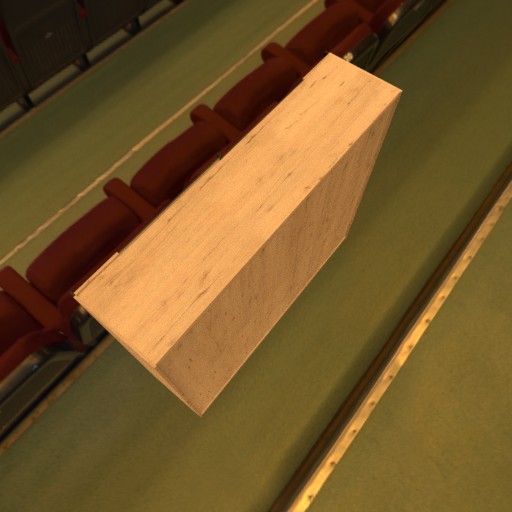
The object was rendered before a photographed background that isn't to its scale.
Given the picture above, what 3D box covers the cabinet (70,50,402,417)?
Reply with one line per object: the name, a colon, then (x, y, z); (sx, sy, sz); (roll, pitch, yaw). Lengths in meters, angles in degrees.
cabinet: (0.000, 0.000, 3.778); (0.660, 2.180, 2.500); (36, 69, 16)
